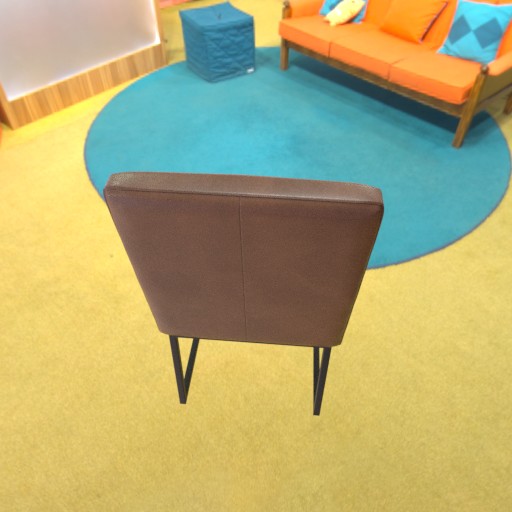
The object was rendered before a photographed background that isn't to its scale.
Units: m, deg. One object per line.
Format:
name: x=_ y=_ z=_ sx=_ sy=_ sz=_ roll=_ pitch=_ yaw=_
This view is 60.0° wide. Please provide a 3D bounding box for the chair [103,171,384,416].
chair: x=0.000 y=0.000 z=1.311 sx=0.520 sy=0.930 sz=0.634 roll=4 pitch=46 yaw=4
